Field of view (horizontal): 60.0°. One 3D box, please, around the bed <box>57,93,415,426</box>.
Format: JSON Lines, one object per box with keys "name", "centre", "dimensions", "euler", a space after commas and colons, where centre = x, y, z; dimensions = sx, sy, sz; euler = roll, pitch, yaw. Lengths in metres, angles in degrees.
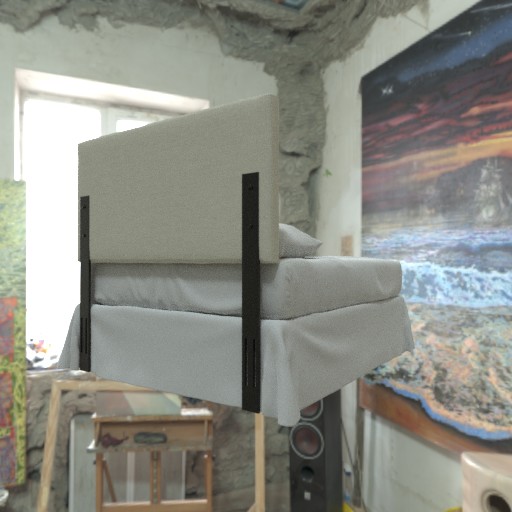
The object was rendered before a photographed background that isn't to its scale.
{"name": "bed", "centre": [0.000, 0.000, 3.443], "dimensions": [1.936, 1.577, 2.222], "euler": [0, -1, 35]}
